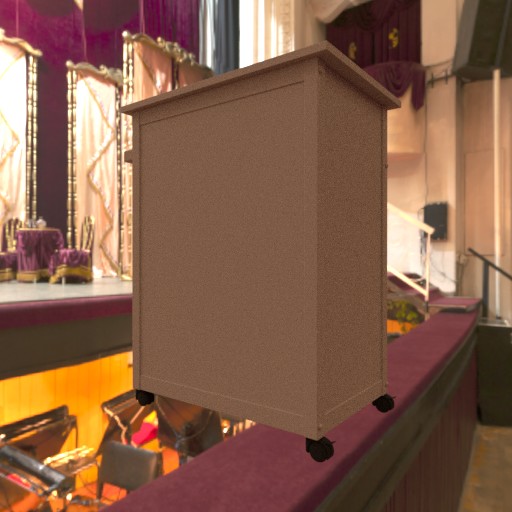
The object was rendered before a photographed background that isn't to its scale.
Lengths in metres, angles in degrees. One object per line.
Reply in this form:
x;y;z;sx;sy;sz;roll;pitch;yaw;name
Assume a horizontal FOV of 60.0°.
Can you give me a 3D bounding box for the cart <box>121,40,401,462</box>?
0.000;0.000;1.267;0.683;0.864;0.442;0;0;37;cart
